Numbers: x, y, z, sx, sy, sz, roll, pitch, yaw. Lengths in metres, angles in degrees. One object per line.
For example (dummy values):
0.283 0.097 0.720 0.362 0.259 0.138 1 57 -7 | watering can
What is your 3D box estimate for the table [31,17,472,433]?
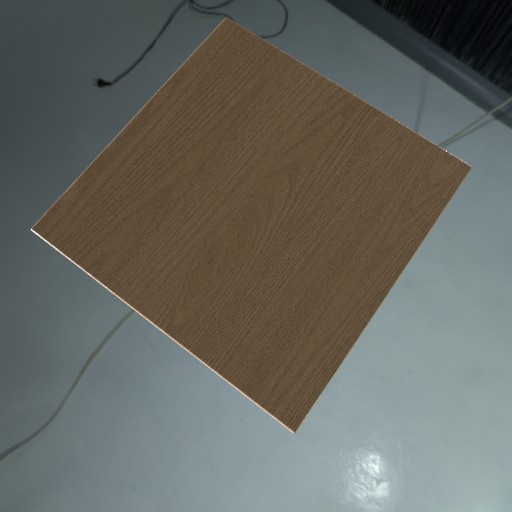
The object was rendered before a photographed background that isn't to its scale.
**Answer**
0.000 0.000 0.825 0.400 0.550 0.400 35 77 9 | table
